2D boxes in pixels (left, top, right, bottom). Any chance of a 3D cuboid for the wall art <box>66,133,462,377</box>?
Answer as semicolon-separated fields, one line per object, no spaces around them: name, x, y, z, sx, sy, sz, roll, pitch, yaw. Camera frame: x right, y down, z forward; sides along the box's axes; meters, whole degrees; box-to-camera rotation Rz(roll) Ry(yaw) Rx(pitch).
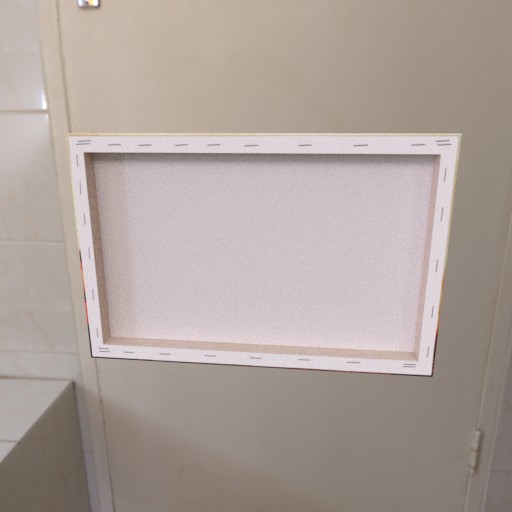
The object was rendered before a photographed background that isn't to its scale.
wall art;0.000;0.000;0.755;0.613;0.402;0.040;2;16;6
